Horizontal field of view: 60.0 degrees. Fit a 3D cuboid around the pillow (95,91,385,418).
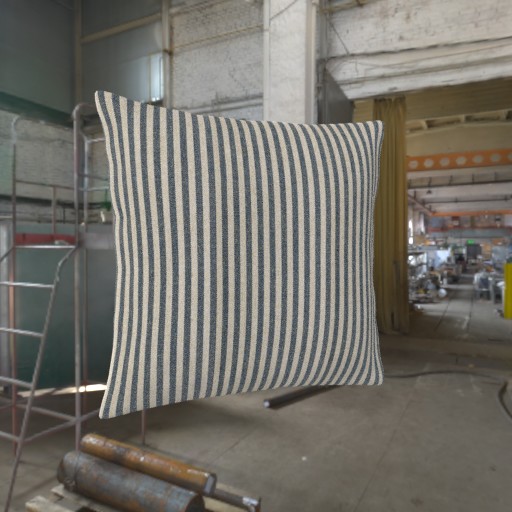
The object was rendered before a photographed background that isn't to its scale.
[{"bbox_3d":[0.000,0.000,0.771,0.523,0.510,0.166,0,1,-18],"label":"pillow"}]
